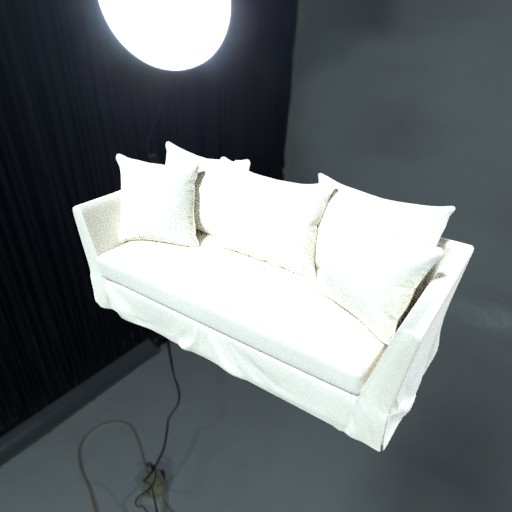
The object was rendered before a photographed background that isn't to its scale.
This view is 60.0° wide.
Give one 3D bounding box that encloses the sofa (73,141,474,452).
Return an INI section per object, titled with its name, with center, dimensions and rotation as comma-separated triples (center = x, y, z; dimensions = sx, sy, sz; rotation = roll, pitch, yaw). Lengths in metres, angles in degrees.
[sofa]
center = 0.000, 0.000, 2.790
dimensions = 2.290, 1.034, 1.031
rotation = 19, 35, 30
